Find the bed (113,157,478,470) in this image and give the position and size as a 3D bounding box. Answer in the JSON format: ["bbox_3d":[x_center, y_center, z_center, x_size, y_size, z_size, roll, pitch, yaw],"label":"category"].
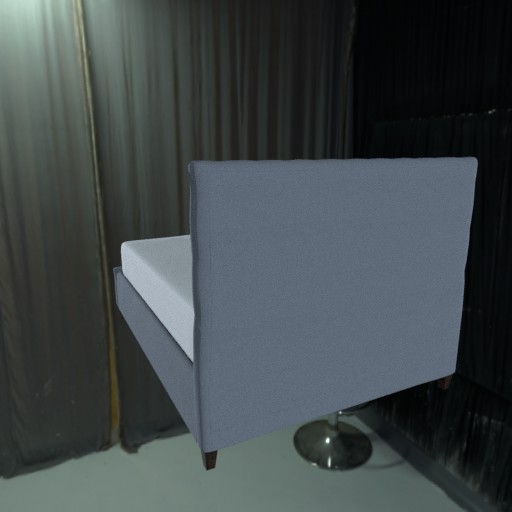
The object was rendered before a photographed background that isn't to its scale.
[{"bbox_3d":[0.000,0.000,3.217,1.698,1.427,2.231,-7,15,-26],"label":"bed"}]
